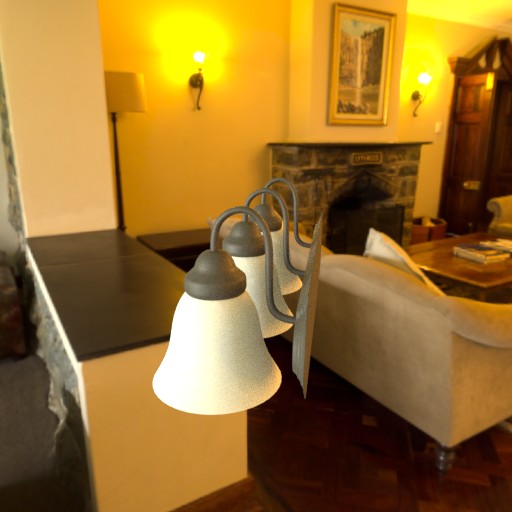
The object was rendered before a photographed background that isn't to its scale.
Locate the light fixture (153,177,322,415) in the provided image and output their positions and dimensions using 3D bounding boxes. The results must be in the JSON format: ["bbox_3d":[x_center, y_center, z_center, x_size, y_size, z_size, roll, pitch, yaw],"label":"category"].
[{"bbox_3d":[0.000,0.000,0.725,0.199,0.222,0.610,3,15,9],"label":"light fixture"}]
